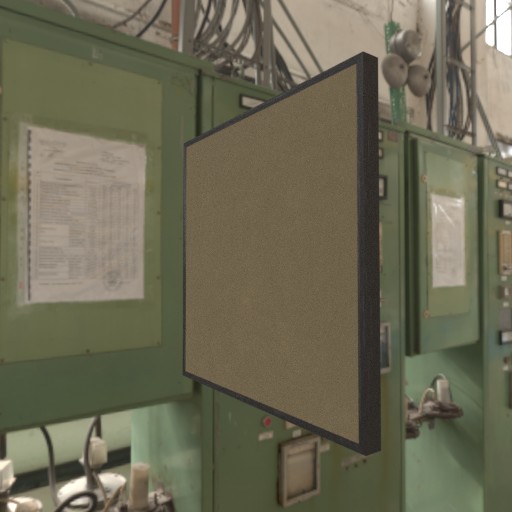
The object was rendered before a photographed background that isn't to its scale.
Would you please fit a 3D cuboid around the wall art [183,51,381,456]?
[{"bbox_3d":[0.000,0.000,1.153,0.043,0.758,0.762,1,-2,-35],"label":"wall art"}]
